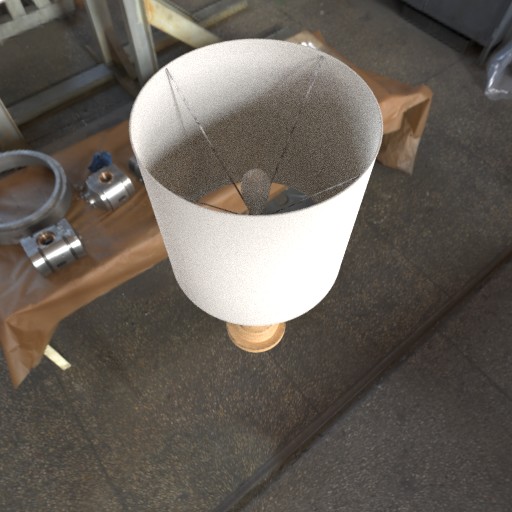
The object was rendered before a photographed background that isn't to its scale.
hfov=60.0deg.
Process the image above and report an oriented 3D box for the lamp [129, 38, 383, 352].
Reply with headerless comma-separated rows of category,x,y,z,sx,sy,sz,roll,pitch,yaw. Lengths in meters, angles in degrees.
lamp,0.000,0.000,0.562,0.208,0.455,0.208,15,60,9
